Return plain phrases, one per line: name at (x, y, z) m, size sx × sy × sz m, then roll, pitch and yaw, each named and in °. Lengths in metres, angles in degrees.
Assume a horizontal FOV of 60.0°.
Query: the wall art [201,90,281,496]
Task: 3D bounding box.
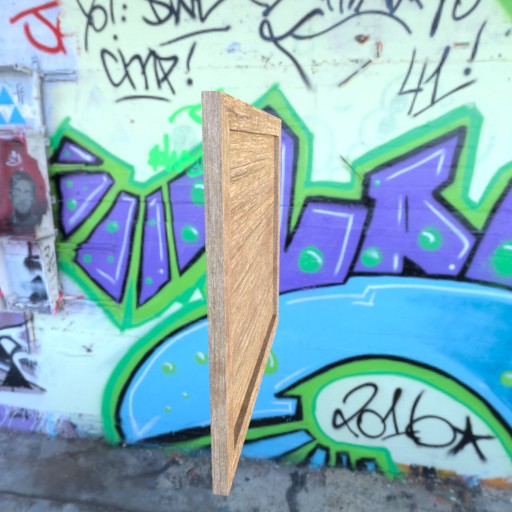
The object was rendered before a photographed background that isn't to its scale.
wall art at (0.000, 0.000, 0.941) m, size 0.026 × 0.588 × 0.690 m, roll 2°, pitch 14°, yaw 9°
